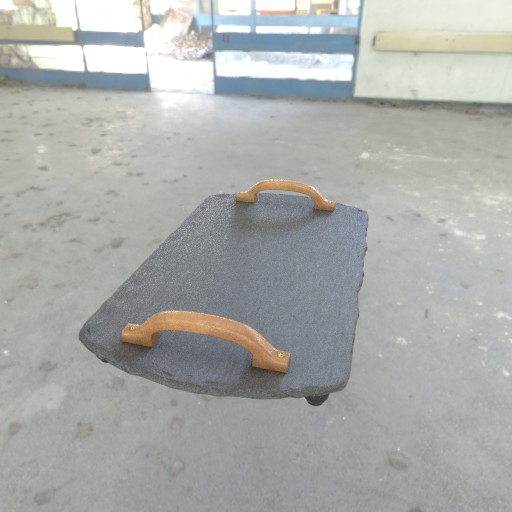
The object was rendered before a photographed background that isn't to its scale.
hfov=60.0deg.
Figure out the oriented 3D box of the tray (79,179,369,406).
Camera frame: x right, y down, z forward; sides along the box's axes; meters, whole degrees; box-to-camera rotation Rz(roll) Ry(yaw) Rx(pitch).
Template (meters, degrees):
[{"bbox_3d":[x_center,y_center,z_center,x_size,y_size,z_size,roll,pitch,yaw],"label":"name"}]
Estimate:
[{"bbox_3d":[0.000,0.000,0.479,0.231,0.062,0.387,8,30,13],"label":"tray"}]
